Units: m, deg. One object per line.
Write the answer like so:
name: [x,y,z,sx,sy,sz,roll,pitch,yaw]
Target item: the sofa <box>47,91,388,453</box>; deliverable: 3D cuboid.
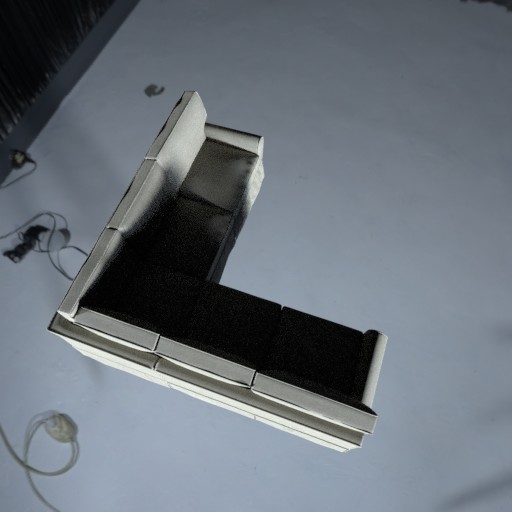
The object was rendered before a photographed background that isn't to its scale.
sofa: [0.000,0.000,4.117,2.618,1.081,2.623,18,65,8]
